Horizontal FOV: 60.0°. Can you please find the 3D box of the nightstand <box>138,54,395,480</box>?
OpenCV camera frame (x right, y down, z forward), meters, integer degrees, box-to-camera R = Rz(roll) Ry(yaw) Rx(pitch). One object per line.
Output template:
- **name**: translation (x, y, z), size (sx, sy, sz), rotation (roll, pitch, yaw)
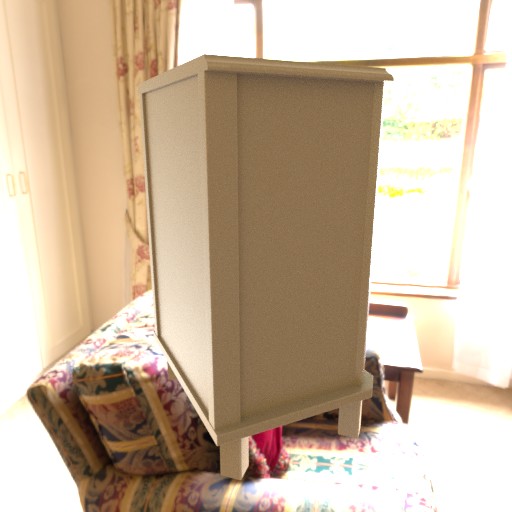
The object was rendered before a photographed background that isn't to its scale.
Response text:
- **nightstand**: translation (0.000, 0.000, 0.908), size (0.348, 0.680, 0.435), rotation (-7, 17, -25)
